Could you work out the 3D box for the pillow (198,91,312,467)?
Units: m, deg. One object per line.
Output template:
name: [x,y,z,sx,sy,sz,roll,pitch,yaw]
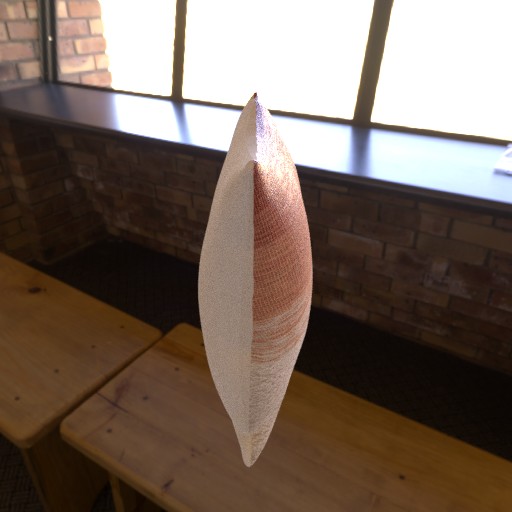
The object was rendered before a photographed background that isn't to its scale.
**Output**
pillow: [0.000,0.000,0.706,0.182,0.441,0.440,0,30,0]
